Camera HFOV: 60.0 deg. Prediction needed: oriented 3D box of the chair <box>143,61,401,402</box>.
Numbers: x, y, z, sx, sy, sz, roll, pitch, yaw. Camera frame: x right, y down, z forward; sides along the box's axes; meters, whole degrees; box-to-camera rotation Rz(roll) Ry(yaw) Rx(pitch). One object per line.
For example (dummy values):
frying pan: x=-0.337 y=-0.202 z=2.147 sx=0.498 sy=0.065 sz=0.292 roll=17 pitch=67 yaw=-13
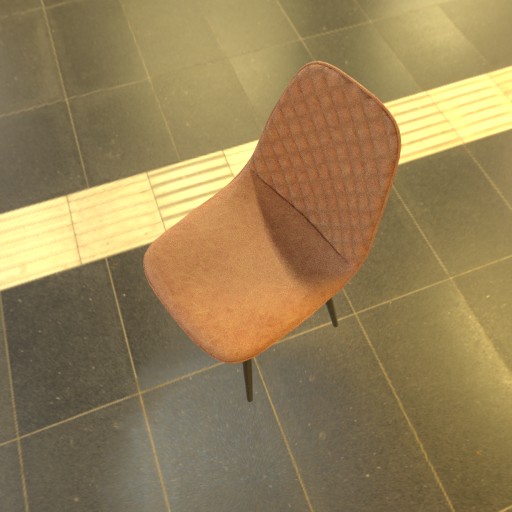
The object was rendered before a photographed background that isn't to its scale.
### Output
chair: x=0.000 y=0.000 z=1.227 sx=0.561 sy=0.889 sz=0.472 roll=-37 pitch=69 yaw=-17
